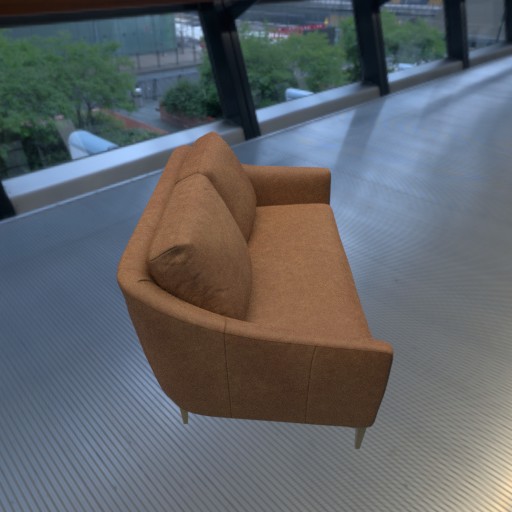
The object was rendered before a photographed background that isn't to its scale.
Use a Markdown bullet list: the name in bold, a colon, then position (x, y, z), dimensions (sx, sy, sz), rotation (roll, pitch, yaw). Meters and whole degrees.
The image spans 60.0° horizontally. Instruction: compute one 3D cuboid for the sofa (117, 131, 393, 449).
- **sofa**: position (0.000, 0.000, 2.210), dimensions (0.960, 0.902, 1.619), rotation (0, 32, 0)
